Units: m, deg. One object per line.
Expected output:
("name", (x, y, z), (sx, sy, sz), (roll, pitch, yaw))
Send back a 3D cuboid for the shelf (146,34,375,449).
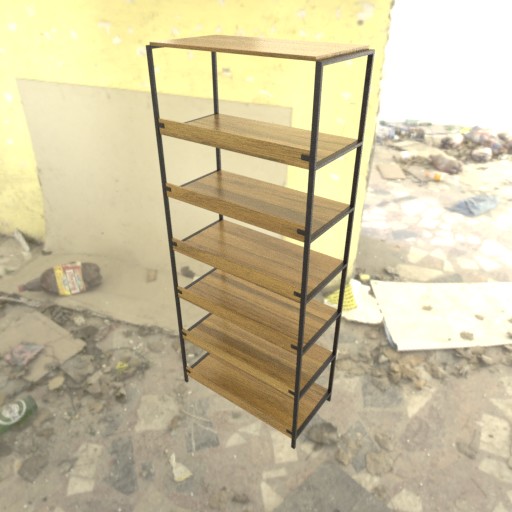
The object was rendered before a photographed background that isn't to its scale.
("shelf", (0.000, 0.000, 2.321), (0.847, 2.015, 0.431), (21, 37, 31))
